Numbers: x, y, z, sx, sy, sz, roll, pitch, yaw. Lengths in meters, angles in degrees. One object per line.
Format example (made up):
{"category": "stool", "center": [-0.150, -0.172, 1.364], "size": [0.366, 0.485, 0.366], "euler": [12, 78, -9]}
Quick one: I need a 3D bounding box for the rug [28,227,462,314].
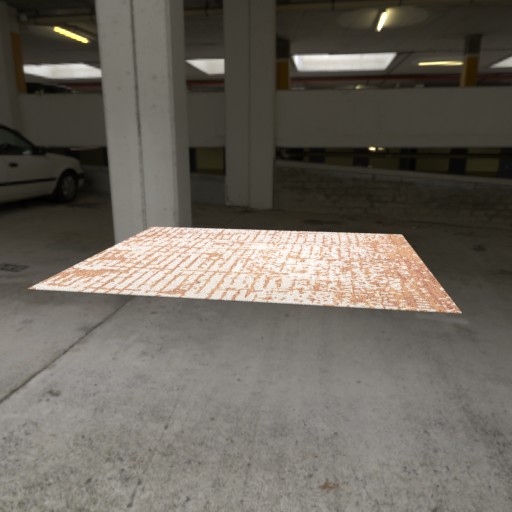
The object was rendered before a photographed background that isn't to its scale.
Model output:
{"category": "rug", "center": [0.000, 0.000, 4.222], "size": [3.050, 0.011, 2.441], "euler": [2, 15, 9]}
